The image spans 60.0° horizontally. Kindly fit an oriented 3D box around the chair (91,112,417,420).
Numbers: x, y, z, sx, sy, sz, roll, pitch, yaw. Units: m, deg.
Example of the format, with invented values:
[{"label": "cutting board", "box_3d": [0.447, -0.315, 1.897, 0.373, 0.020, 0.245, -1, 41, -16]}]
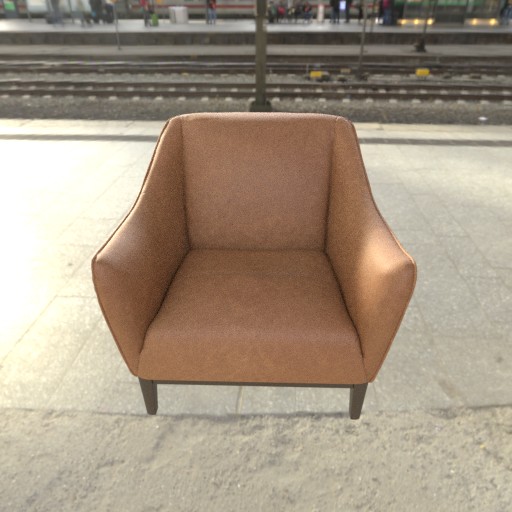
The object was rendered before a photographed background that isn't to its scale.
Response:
[{"label": "chair", "box_3d": [0.000, 0.000, 1.582, 0.871, 0.830, 0.852, 1, 30, 1]}]
